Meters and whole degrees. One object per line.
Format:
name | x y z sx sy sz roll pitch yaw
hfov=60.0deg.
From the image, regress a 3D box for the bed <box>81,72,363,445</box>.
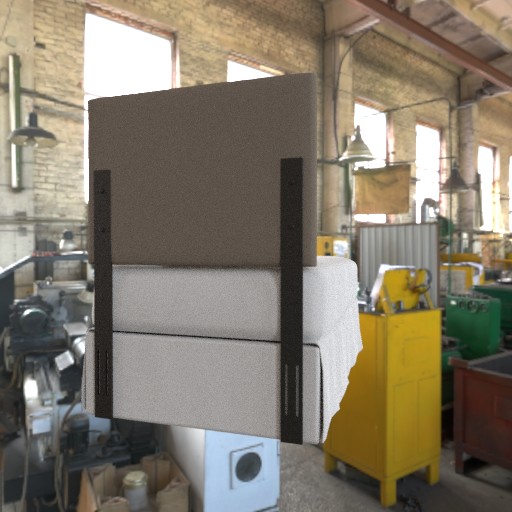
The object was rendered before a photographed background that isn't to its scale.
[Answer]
bed | 0.000 0.000 2.952 1.261 1.571 1.997 0 1 17
